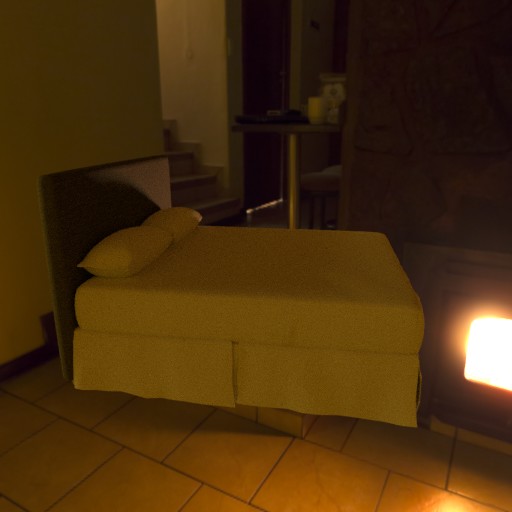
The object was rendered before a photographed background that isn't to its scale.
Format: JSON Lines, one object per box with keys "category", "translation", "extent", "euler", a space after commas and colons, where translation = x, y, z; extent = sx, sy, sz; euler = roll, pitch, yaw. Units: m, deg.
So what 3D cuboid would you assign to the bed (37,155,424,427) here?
{"category": "bed", "translation": [0.000, 0.000, 3.235], "extent": [2.142, 1.330, 1.884], "euler": [3, 17, 9]}
